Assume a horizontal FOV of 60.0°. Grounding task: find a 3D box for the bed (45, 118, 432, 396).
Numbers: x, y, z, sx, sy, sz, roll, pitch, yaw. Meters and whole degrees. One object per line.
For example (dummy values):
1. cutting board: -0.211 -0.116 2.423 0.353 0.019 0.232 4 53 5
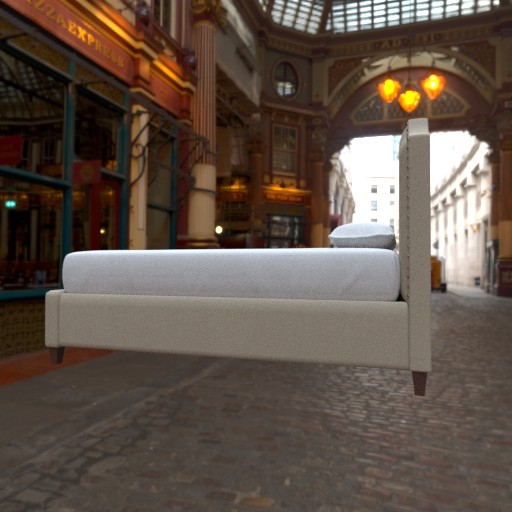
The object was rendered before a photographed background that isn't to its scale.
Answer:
1. bed: 0.000 0.000 3.314 2.329 1.415 1.703 0 -1 18
